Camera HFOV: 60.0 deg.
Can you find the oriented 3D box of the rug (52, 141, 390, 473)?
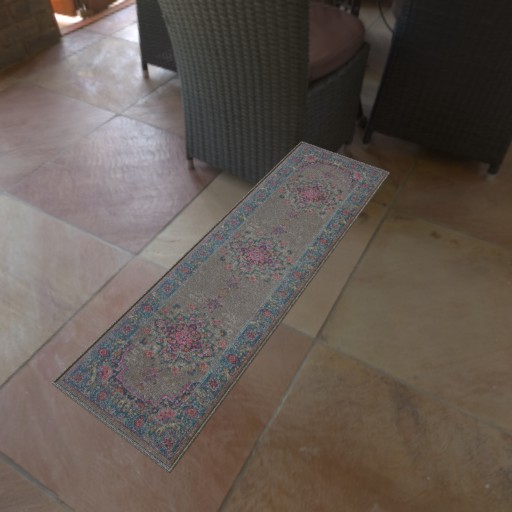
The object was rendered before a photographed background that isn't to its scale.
[{"bbox_3d":[0.000,0.000,1.992,0.553,0.012,1.827,26,52,22],"label":"rug"}]
